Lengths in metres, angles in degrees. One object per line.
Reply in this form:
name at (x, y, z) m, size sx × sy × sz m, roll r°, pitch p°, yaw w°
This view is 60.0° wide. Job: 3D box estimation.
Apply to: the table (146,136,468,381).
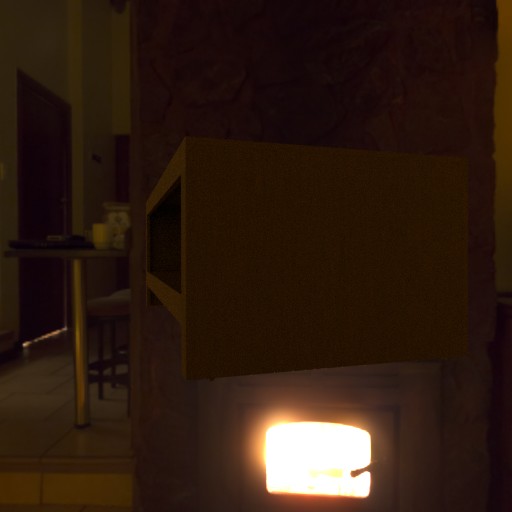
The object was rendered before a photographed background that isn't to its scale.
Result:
table at (0.000, 0.000, 1.374) m, size 0.597 × 0.424 × 1.099 m, roll 0°, pitch 1°, yaw -17°
